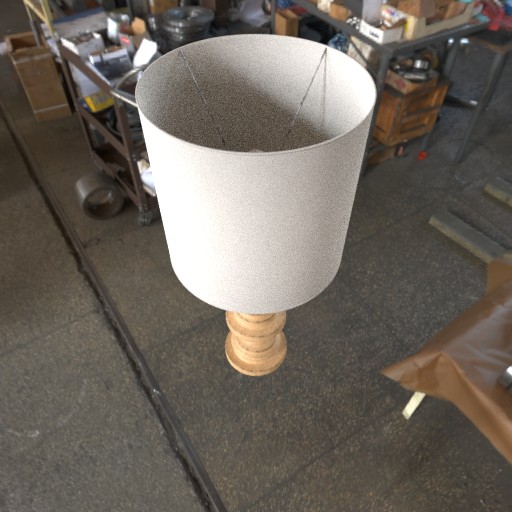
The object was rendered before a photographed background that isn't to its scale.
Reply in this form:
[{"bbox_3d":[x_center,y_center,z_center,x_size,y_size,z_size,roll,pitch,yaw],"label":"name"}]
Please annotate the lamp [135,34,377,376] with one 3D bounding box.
[{"bbox_3d":[0.000,0.000,0.558,0.208,0.455,0.208,18,51,15],"label":"lamp"}]
